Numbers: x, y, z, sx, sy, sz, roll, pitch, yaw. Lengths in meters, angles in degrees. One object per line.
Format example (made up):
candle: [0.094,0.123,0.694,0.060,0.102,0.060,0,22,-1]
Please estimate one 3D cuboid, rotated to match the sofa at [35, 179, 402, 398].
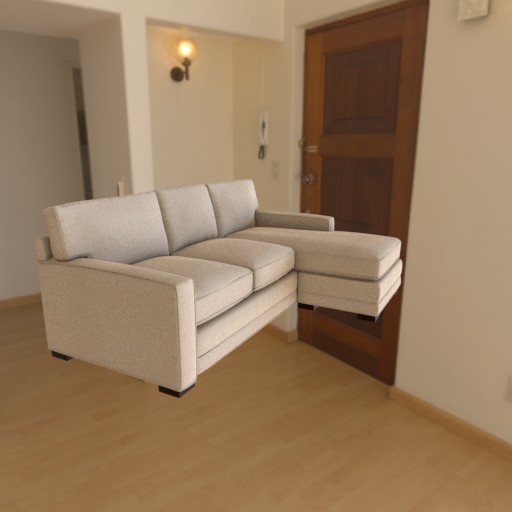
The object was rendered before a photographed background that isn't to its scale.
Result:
sofa: [0.000,0.000,2.889,1.496,0.861,2.087,8,16,27]
